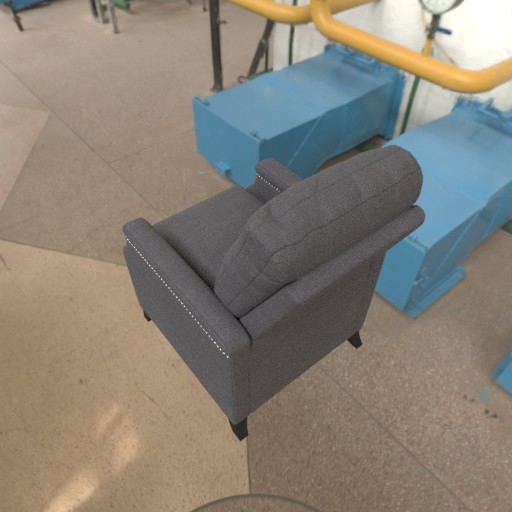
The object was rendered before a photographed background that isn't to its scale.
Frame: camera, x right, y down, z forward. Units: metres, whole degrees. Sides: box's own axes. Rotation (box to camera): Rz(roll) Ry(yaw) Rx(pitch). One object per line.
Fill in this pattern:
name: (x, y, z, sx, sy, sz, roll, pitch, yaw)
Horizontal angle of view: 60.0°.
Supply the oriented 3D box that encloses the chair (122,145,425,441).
chair: (0.000, 0.000, 1.637, 0.710, 1.049, 0.922, -30, 53, -26)
